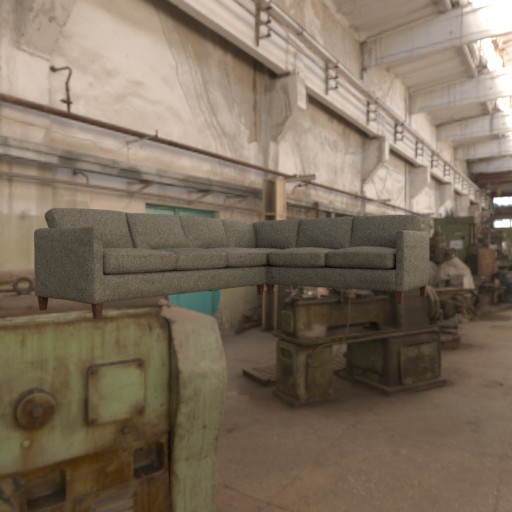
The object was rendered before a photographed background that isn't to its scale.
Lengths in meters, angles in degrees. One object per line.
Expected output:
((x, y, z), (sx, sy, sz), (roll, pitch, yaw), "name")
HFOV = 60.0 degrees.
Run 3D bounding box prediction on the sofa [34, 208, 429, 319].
((0.000, 0.000, 4.497), (2.593, 0.947, 3.302), (1, 1, 36), "sofa")
